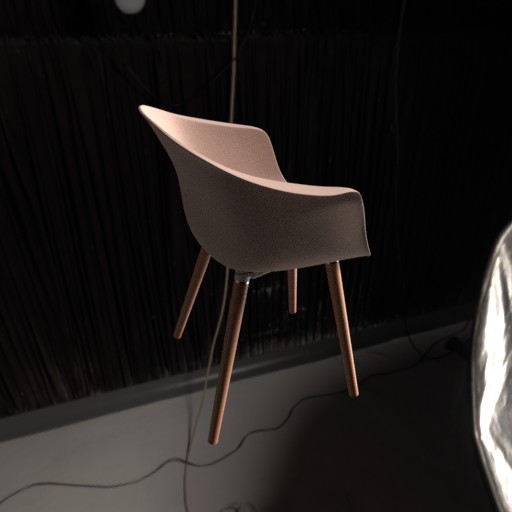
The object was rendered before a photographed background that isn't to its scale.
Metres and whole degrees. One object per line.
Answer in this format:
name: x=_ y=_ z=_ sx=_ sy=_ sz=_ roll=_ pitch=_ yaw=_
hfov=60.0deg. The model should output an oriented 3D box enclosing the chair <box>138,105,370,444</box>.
chair: x=0.000 y=0.000 z=1.172 sx=0.504 sy=0.781 sz=0.593 roll=-11 pitch=31 yaw=-18
